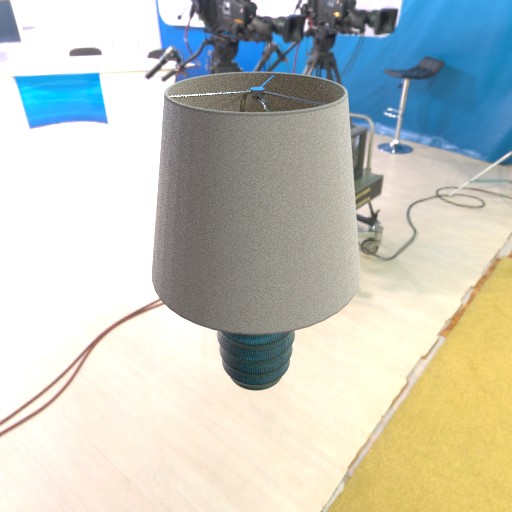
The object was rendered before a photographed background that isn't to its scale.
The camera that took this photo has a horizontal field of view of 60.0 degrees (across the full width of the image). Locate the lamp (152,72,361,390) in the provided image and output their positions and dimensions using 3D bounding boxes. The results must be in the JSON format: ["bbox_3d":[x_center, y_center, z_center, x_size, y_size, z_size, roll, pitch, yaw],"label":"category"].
[{"bbox_3d":[0.000,0.000,0.543,0.254,0.392,0.254,0,33,0],"label":"lamp"}]
